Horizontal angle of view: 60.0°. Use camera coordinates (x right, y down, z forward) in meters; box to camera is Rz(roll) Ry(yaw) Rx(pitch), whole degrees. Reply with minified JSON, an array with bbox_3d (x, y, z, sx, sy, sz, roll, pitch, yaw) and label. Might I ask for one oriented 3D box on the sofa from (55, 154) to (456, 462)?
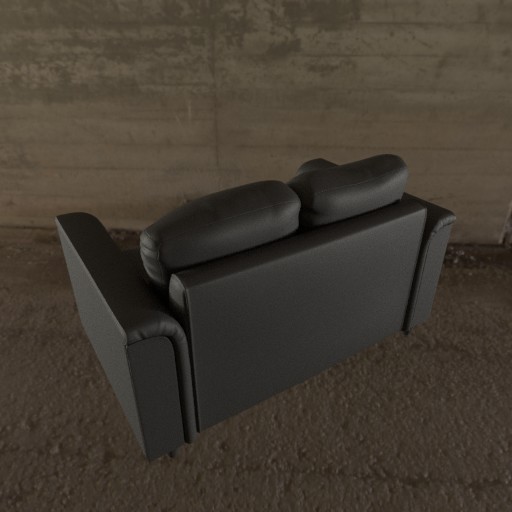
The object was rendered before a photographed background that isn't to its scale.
[{"bbox_3d":[0.000,0.000,1.896,1.386,0.845,0.887,-18,35,-28],"label":"sofa"}]
